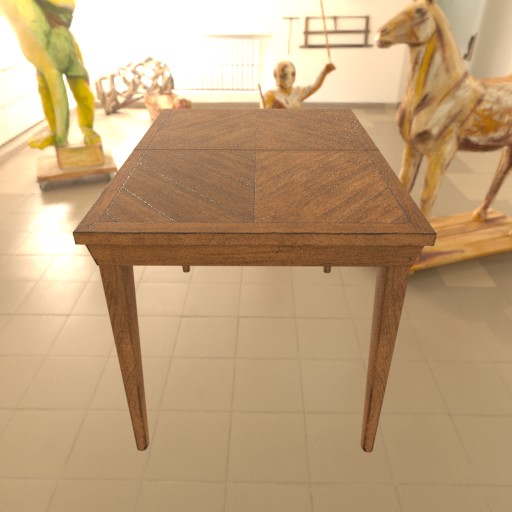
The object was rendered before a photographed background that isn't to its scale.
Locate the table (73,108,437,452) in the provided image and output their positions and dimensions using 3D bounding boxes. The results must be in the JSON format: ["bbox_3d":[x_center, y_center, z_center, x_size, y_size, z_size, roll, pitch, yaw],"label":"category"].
[{"bbox_3d":[0.000,0.000,1.556,0.757,0.760,1.027,0,32,0],"label":"table"}]
